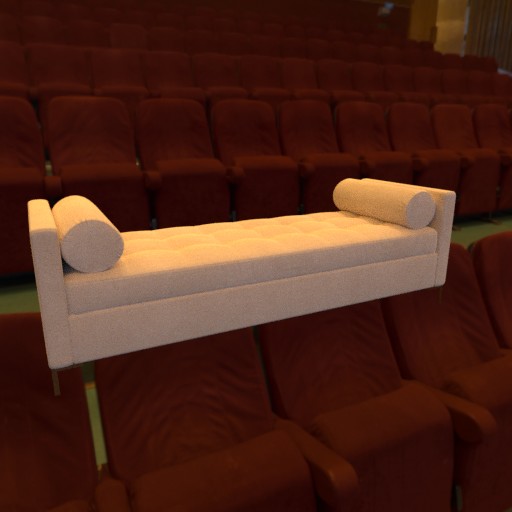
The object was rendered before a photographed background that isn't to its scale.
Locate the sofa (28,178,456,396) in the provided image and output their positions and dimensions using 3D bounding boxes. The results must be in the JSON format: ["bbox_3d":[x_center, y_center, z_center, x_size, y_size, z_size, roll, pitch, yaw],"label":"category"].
[{"bbox_3d":[0.000,0.000,2.228,1.981,0.635,0.686,-8,18,-26],"label":"sofa"}]
